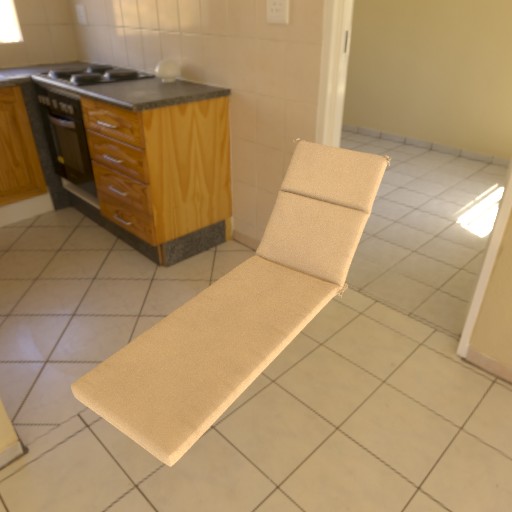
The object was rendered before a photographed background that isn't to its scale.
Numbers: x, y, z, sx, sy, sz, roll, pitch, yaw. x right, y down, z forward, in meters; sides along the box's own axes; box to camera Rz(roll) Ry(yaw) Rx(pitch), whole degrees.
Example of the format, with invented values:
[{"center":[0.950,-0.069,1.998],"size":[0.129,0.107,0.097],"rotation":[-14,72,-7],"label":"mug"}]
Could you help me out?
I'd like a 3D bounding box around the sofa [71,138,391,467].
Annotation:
[{"center":[0.000,0.000,1.962],"size":[0.582,0.622,1.663],"rotation":[20,36,30],"label":"sofa"}]
